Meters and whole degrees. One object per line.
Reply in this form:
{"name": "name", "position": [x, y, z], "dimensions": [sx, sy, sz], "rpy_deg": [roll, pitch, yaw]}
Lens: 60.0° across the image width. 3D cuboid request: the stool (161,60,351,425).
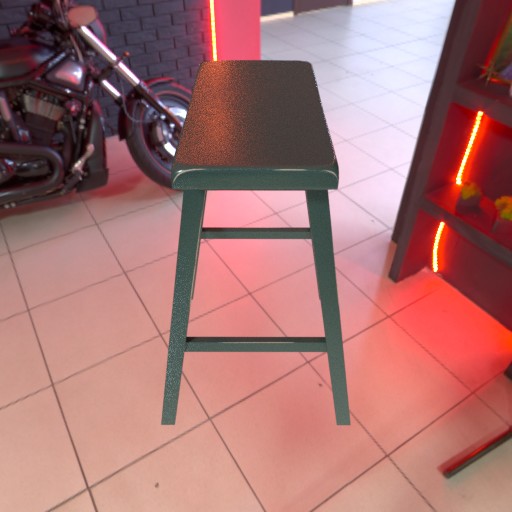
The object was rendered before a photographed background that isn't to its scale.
{"name": "stool", "position": [0.000, 0.000, 1.036], "dimensions": [0.476, 0.737, 0.457], "rpy_deg": [0, 42, 0]}
